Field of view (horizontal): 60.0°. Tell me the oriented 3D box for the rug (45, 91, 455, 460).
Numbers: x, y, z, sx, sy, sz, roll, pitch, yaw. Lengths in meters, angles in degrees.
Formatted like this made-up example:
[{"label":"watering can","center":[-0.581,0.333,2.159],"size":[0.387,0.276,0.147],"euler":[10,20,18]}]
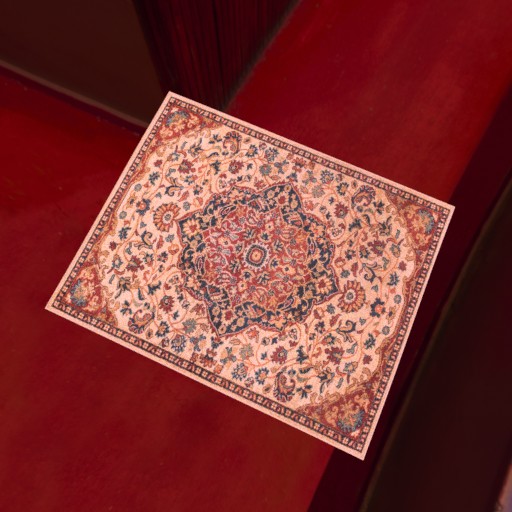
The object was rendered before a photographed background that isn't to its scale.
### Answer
[{"label":"rug","center":[0.000,0.000,4.112],"size":[3.067,0.005,2.454],"euler":[24,77,6]}]
